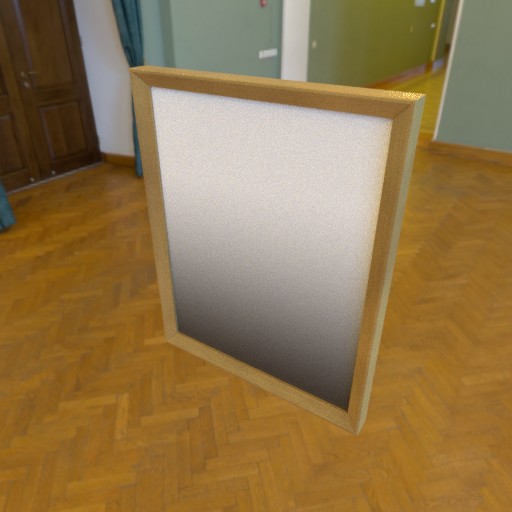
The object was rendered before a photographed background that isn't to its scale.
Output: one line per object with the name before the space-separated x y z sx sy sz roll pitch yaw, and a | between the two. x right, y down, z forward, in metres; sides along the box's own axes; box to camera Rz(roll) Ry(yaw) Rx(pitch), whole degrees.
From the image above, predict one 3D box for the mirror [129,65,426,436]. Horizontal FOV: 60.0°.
mirror | 0.000 0.000 0.678 0.406 0.509 0.041 18 35 28
